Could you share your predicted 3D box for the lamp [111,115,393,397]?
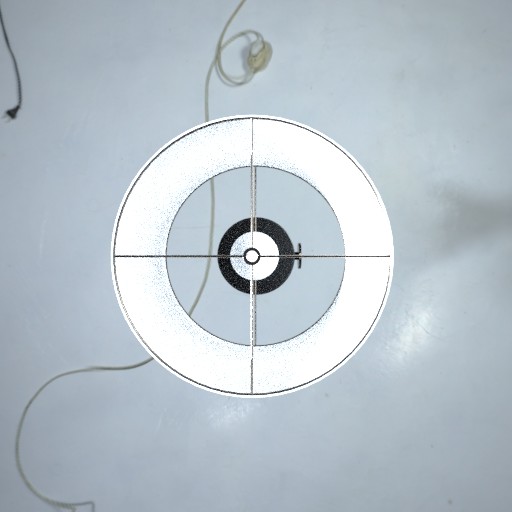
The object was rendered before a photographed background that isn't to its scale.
[{"bbox_3d":[0.000,0.000,0.618,0.240,0.482,0.241,0,90,1],"label":"lamp"}]
